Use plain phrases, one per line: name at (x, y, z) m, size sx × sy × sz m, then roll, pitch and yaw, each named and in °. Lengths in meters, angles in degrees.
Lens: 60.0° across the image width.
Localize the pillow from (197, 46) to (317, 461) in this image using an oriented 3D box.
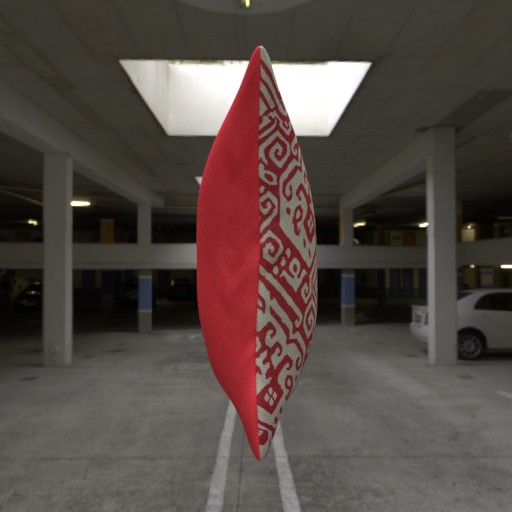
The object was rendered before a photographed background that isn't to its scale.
pillow at (0.000, 0.000, 0.788) m, size 0.192 × 0.507 × 0.522 m, roll 0°, pitch -1°, yaw -1°
